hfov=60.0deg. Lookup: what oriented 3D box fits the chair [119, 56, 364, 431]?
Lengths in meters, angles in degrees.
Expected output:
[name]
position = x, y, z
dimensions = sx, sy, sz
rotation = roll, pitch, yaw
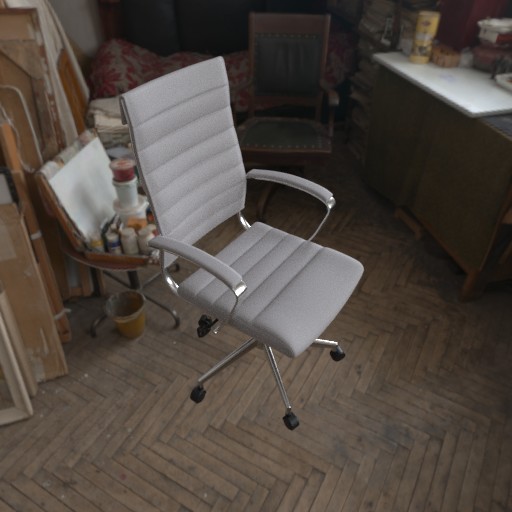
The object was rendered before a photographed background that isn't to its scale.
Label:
[chair]
position = 0.000, 0.000, 1.579
dimensions = 0.667, 1.149, 0.679
rotation = 25, 47, 26
